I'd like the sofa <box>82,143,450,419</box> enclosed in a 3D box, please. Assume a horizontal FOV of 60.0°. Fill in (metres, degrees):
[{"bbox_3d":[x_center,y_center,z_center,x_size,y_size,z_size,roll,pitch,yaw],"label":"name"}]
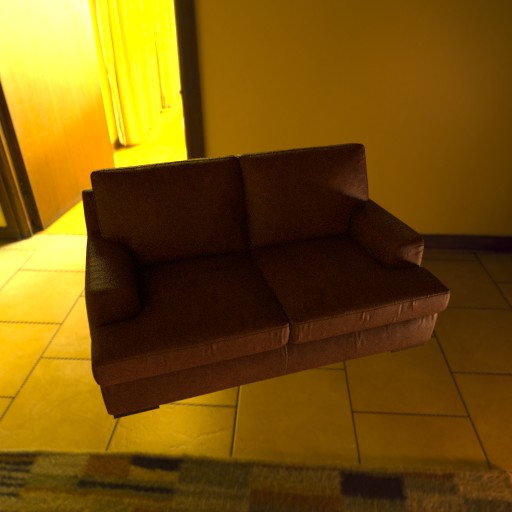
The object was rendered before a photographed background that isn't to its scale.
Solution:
[{"bbox_3d":[0.000,0.000,2.525,1.880,0.939,1.143,-9,33,-14],"label":"sofa"}]
